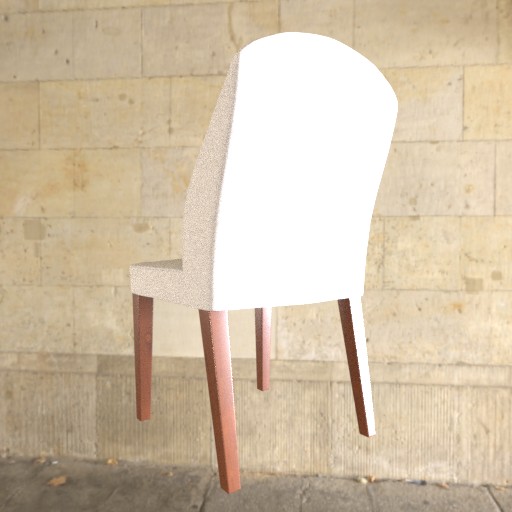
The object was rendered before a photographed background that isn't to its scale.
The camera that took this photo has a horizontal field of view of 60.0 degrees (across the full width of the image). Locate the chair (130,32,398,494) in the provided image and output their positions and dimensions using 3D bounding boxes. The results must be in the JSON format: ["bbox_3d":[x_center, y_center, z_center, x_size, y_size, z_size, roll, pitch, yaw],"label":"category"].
[{"bbox_3d":[0.000,0.000,1.124,0.472,0.893,0.540,-1,2,-37],"label":"chair"}]
